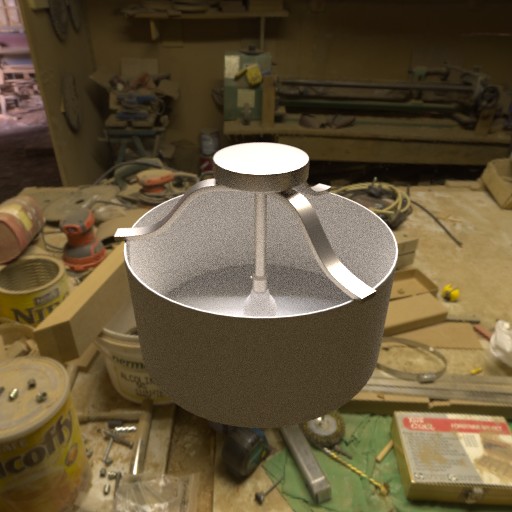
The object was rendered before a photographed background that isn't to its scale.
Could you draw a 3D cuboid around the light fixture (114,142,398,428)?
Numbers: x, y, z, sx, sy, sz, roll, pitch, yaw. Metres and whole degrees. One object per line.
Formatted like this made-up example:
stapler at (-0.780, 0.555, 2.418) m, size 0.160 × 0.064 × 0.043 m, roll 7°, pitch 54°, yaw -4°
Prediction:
light fixture at (0.000, 0.000, 0.656) m, size 0.395 × 0.304 × 0.395 m, roll 0°, pitch 31°, yaw 0°
